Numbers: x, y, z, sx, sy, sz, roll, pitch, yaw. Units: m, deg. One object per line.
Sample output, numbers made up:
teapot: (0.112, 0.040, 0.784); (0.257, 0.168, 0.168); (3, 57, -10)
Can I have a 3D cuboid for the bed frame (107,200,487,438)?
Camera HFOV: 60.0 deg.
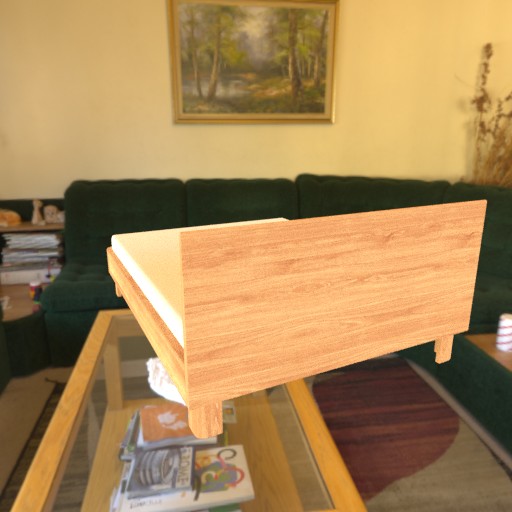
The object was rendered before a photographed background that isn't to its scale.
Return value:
bed frame: (0.000, 0.000, 2.992); (1.660, 0.940, 2.092); (-8, 18, -25)
